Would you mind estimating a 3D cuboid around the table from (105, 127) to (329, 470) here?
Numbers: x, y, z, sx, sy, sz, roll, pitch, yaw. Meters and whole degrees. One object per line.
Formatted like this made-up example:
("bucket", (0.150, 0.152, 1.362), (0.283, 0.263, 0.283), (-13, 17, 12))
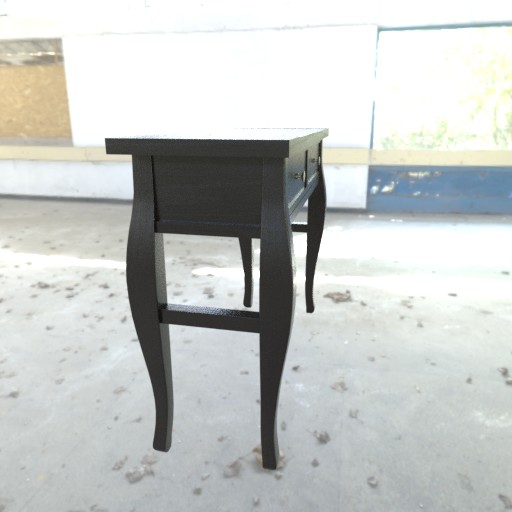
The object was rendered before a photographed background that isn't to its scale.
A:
("table", (0.000, 0.000, 1.417), (0.373, 0.768, 1.062), (4, 18, 12))
